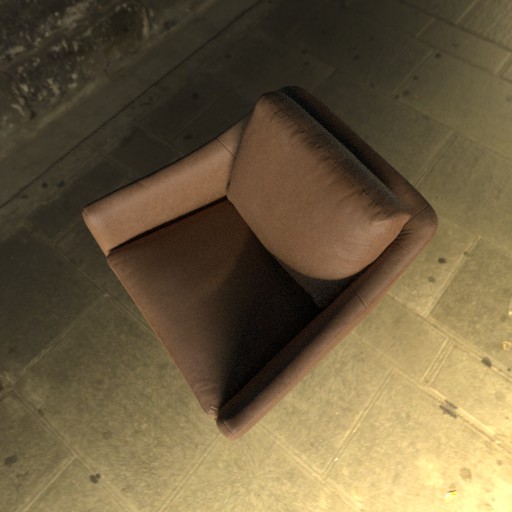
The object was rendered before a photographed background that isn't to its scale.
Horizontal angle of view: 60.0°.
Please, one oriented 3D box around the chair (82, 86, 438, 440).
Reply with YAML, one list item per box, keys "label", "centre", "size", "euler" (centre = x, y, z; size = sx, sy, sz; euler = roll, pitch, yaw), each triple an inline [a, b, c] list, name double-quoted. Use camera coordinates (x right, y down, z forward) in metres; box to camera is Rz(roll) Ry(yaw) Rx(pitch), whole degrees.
- label: "chair"
  centre: [0.000, 0.000, 1.727]
  size: [0.963, 0.895, 0.988]
  euler: [-33, 68, -15]
